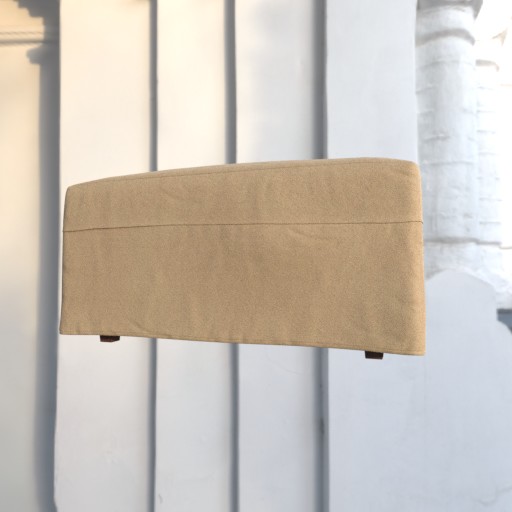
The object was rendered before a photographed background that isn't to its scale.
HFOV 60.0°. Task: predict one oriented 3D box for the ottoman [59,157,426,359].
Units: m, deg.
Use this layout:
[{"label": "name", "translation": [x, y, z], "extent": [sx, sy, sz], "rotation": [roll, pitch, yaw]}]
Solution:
[{"label": "ottoman", "translation": [0.000, 0.000, 1.232], "extent": [0.872, 0.444, 0.590], "rotation": [-1, -2, 19]}]
